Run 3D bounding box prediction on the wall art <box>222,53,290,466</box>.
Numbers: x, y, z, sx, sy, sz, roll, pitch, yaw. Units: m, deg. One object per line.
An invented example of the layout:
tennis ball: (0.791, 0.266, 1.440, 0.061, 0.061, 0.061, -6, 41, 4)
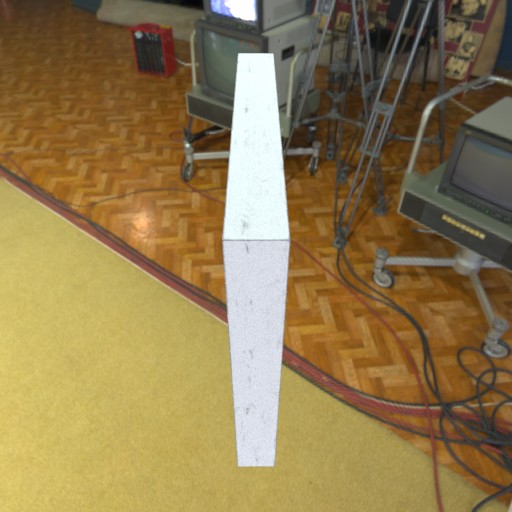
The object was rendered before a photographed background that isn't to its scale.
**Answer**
wall art: (0.000, 0.000, 0.462, 0.038, 0.305, 0.305, 0, 43, 0)
